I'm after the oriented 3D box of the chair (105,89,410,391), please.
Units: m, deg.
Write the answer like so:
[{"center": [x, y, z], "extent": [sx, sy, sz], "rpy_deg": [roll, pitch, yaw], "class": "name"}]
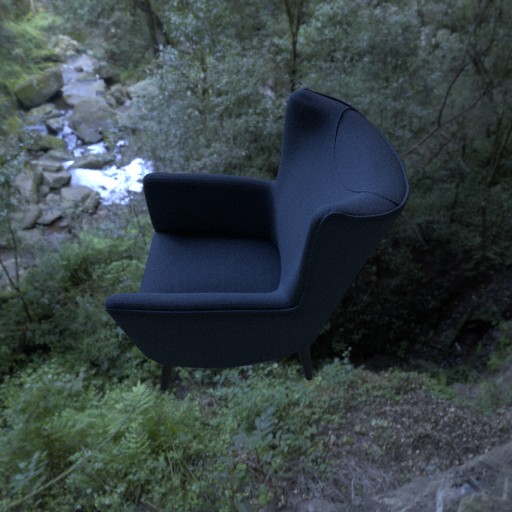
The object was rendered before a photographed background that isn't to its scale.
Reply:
[{"center": [0.000, 0.000, 1.613], "extent": [0.888, 0.933, 0.781], "rpy_deg": [-1, 41, -1], "class": "chair"}]
